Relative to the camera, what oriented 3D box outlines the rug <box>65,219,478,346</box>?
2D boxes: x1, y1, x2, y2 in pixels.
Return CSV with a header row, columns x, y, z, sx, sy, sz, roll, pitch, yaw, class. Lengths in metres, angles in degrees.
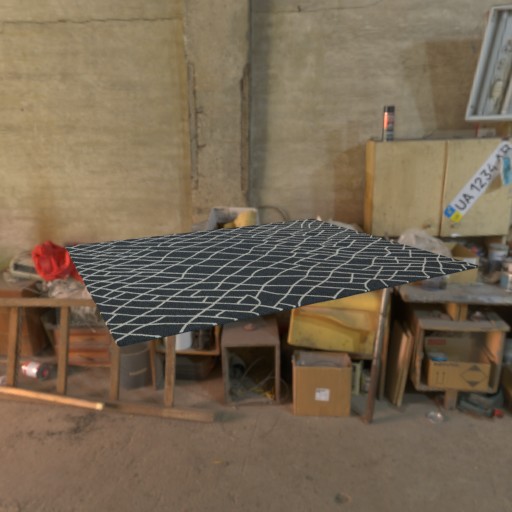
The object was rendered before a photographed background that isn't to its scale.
x,y,z,sx,sy,sz,roll,pitch,yaw,class
0.000,0.000,4.128,3.047,0.022,2.439,-8,18,-28,rug
